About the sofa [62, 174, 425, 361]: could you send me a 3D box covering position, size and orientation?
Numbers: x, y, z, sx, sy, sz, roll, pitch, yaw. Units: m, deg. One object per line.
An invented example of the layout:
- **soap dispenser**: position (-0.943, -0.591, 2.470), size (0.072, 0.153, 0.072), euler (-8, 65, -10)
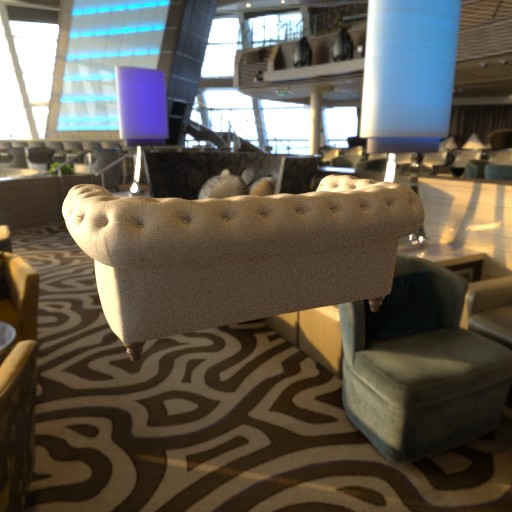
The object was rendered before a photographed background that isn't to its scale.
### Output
- **sofa**: position (0.000, 0.000, 2.584), size (1.988, 0.835, 1.069), euler (-7, 16, -25)
